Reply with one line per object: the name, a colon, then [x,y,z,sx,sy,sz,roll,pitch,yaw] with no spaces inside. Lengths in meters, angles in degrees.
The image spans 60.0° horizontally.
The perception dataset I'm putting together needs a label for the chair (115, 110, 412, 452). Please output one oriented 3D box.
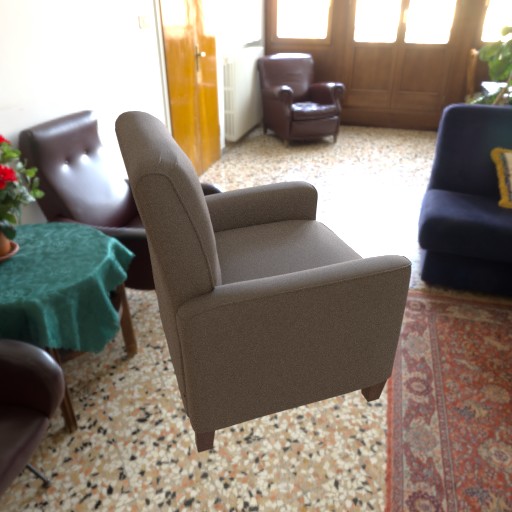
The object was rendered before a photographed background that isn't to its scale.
chair: [0.000,0.000,1.670,0.859,1.023,0.845,-10,31,-17]
